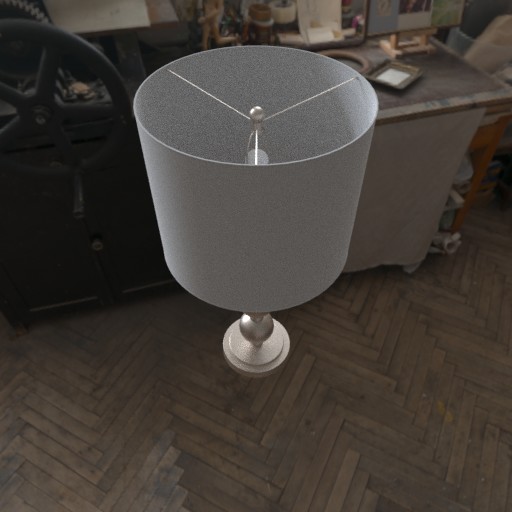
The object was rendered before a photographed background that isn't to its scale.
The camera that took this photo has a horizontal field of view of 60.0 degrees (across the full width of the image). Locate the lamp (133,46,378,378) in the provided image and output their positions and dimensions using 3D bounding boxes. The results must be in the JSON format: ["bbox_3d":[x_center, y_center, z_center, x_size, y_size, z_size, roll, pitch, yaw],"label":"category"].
[{"bbox_3d":[0.000,0.000,0.701,0.277,0.538,0.277,26,52,22],"label":"lamp"}]
